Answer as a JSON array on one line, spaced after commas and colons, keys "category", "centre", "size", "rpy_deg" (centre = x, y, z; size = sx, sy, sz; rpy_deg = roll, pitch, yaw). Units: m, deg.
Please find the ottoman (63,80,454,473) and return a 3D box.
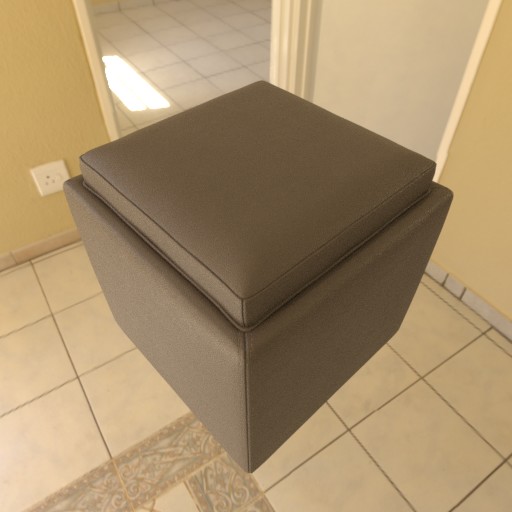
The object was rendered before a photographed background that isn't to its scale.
[{"category": "ottoman", "centre": [0.000, 0.000, 0.799], "size": [0.451, 0.460, 0.450], "rpy_deg": [-34, 55, -28]}]
